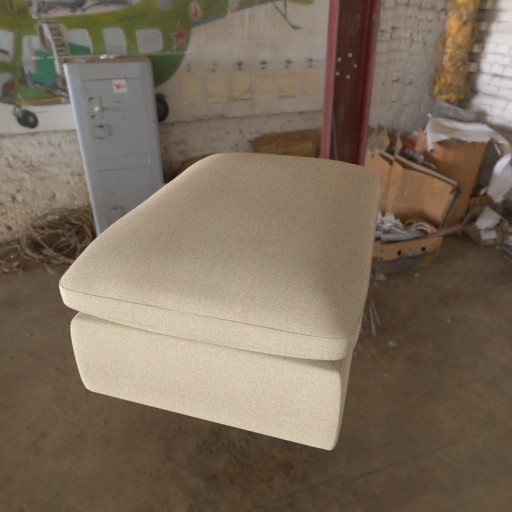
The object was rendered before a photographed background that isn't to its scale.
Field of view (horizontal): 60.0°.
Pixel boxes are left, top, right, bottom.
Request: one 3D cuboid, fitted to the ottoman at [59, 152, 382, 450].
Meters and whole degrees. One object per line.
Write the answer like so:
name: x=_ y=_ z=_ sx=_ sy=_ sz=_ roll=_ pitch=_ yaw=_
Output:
ottoman: x=0.000 y=0.000 z=1.366 sx=0.686 sy=0.453 sz=0.984 roll=8 pitch=31 yaw=14
